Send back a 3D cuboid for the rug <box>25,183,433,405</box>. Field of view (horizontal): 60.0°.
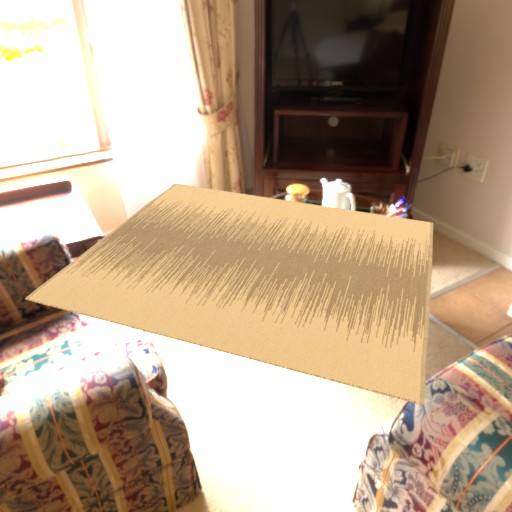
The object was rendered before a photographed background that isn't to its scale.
[{"bbox_3d":[0.000,0.000,4.054,3.037,0.010,2.453,11,34,17],"label":"rug"}]
